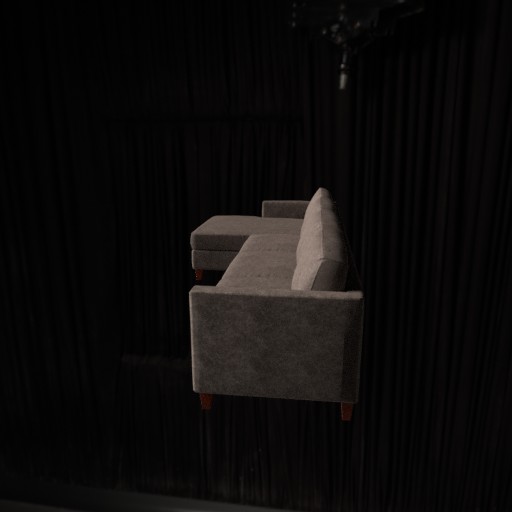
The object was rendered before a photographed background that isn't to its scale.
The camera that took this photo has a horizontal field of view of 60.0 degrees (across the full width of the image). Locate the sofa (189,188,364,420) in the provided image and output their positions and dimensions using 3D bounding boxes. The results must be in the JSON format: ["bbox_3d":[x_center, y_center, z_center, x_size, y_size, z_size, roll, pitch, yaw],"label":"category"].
[{"bbox_3d":[0.000,0.000,4.069,1.606,0.954,3.471,2,15,7],"label":"sofa"}]
